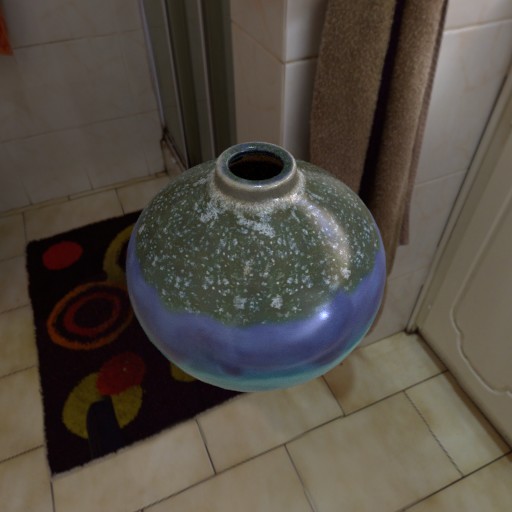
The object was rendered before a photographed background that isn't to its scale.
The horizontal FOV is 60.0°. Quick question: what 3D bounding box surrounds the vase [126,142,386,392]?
[{"bbox_3d":[0.000,0.000,0.266,0.154,0.133,0.154,0,46,0],"label":"vase"}]
